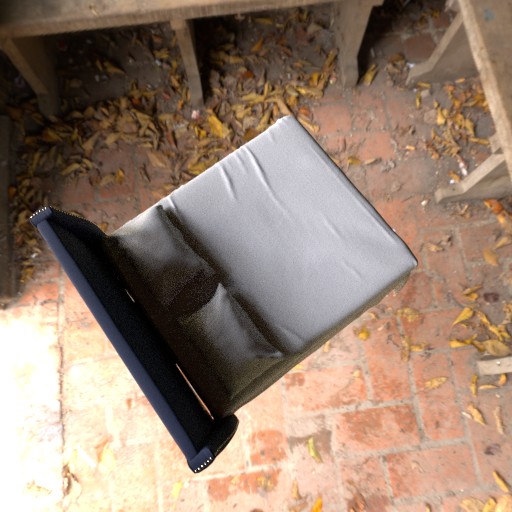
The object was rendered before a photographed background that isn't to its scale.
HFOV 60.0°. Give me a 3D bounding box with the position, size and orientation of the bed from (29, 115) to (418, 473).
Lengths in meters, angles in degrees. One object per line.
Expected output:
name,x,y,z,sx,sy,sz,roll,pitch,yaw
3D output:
bed,0.000,0.000,3.451,2.276,1.332,1.925,-36,78,-9
